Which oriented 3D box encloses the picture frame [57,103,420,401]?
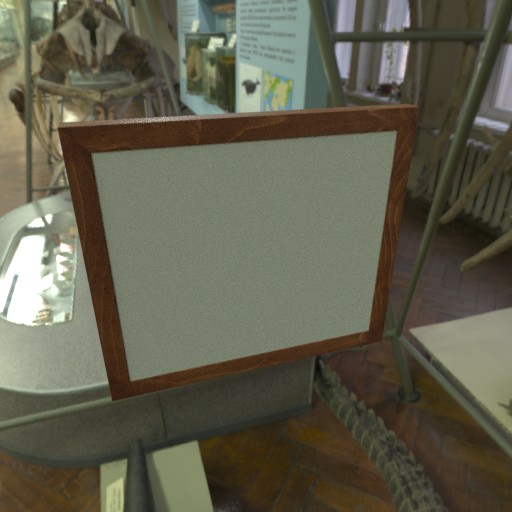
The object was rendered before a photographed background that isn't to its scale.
[{"bbox_3d":[0.000,0.000,0.534,0.381,0.330,0.025,-8,28,-16],"label":"picture frame"}]
